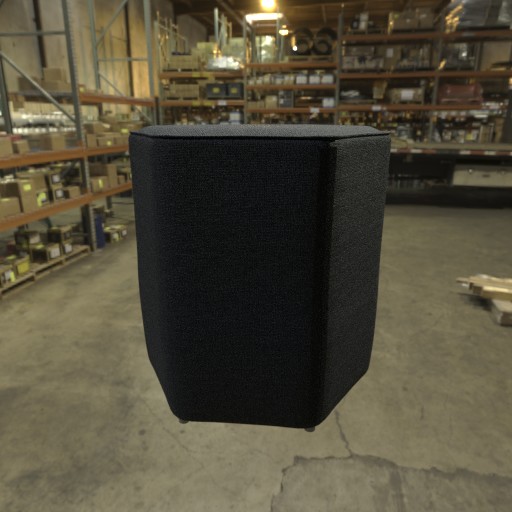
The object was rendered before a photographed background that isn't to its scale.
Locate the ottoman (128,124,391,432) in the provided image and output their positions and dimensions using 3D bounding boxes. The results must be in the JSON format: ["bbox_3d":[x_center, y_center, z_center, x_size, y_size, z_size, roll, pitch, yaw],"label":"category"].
[{"bbox_3d":[0.000,0.000,0.894,0.492,0.505,0.454,3,17,9],"label":"ottoman"}]
